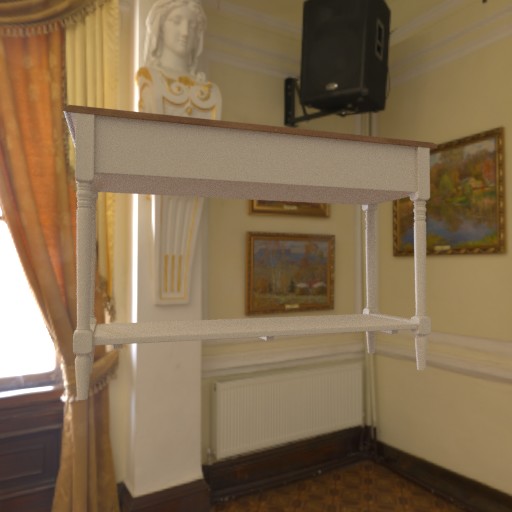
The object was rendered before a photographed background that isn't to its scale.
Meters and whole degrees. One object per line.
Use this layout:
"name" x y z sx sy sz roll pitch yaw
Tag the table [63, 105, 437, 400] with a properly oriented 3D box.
"table" 0.000 0.000 1.561 1.219 0.800 0.399 0 -1 -18
